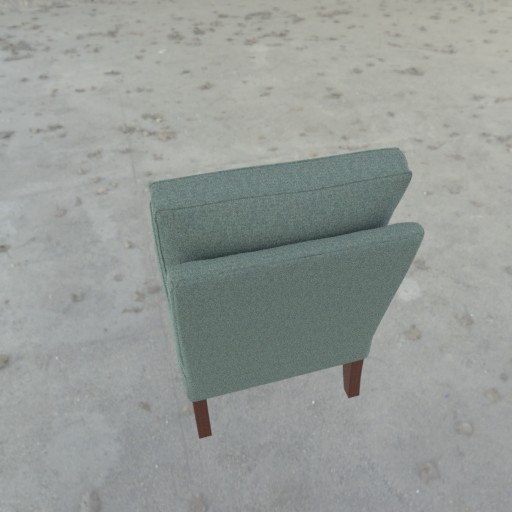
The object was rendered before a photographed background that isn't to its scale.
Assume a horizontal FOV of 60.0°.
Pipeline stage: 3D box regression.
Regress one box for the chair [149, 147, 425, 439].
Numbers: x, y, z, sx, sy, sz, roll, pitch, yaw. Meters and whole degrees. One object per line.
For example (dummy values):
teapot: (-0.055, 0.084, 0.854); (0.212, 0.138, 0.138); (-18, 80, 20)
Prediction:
chair: (0.000, 0.000, 1.445); (0.624, 0.901, 0.796); (-11, 42, -12)
